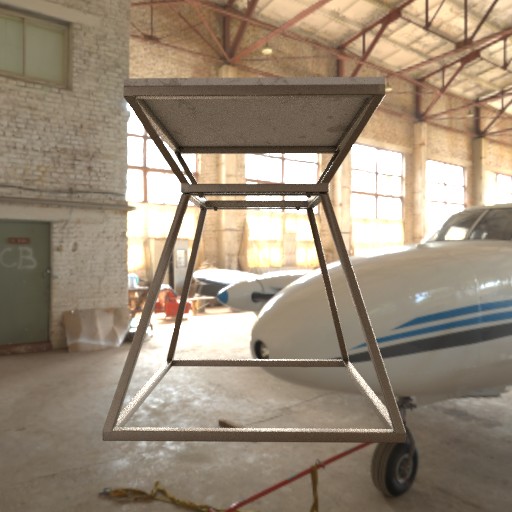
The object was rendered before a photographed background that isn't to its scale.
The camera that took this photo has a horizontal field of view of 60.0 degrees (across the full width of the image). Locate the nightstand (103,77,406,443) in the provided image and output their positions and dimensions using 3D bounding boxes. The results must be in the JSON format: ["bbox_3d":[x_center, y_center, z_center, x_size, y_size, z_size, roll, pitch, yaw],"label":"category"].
[{"bbox_3d":[0.000,0.000,0.888,0.455,0.554,0.455,0,0,1],"label":"nightstand"}]
